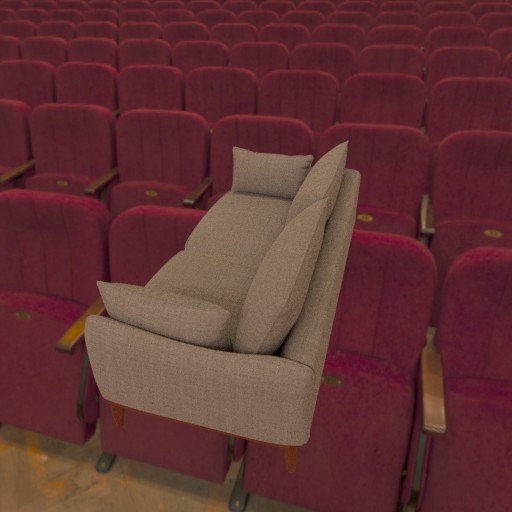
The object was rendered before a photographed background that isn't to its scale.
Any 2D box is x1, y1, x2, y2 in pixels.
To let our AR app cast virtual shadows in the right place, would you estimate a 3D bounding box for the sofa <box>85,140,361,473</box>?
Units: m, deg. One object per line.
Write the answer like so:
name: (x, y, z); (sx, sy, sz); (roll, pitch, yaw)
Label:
sofa: (0.000, 0.000, 2.495); (0.972, 0.851, 1.989); (9, 33, 14)
